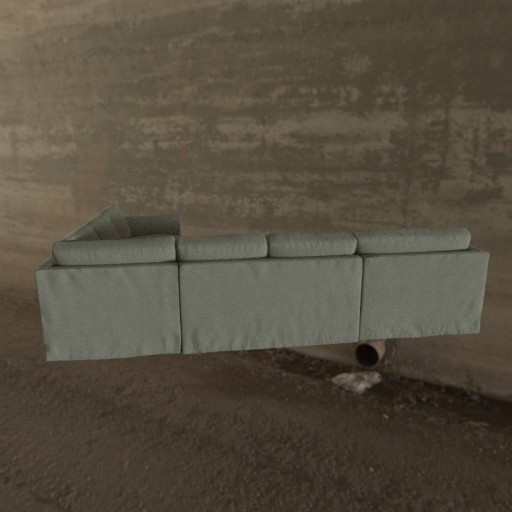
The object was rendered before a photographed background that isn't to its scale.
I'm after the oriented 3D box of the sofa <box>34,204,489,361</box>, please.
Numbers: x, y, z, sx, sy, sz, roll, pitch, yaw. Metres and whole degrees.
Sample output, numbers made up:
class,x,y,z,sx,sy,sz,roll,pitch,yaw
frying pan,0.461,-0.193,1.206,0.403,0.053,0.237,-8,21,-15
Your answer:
class,x,y,z,sx,sy,sz,roll,pitch,yaw
sofa,0.000,0.000,4.472,3.434,0.869,2.440,-2,14,-9
